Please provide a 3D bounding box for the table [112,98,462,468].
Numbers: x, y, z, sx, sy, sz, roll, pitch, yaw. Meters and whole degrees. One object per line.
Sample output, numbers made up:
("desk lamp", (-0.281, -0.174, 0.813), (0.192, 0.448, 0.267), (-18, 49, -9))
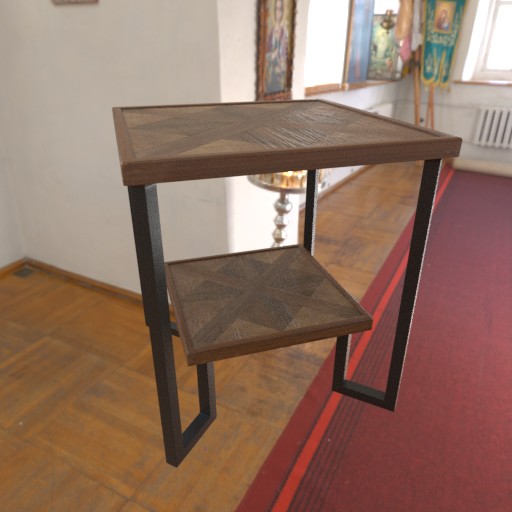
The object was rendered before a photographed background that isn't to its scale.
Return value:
("table", (0.000, 0.000, 0.945), (0.503, 0.563, 0.503), (-8, 27, -16))
